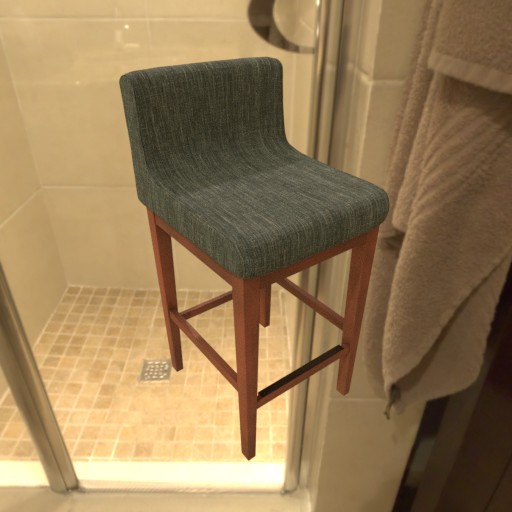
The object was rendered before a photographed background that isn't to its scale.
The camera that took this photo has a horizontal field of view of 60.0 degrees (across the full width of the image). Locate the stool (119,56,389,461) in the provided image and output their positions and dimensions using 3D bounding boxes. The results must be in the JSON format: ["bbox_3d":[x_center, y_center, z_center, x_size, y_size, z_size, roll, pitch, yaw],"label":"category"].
[{"bbox_3d":[0.000,0.000,1.082,0.395,0.835,0.459,-21,38,-31],"label":"stool"}]
